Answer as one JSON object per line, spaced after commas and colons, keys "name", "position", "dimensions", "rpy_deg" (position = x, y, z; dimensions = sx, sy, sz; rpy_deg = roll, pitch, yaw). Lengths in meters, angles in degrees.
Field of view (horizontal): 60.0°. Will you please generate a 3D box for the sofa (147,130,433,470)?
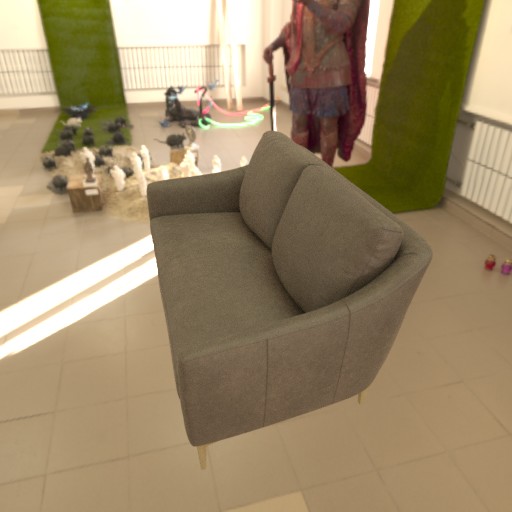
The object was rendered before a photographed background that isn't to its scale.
{"name": "sofa", "position": [0.000, 0.000, 2.189], "dimensions": [0.960, 0.902, 1.619], "rpy_deg": [-8, 31, -14]}
